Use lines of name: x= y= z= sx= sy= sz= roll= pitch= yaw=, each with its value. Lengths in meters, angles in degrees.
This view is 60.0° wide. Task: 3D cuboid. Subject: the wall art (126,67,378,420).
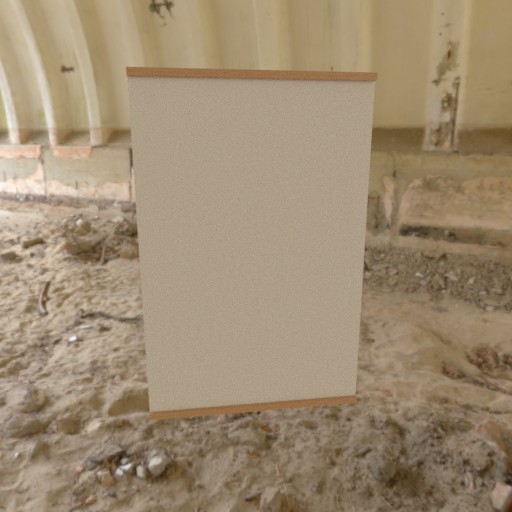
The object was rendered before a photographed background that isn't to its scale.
wall art: x=0.000 y=0.000 z=1.936 sx=0.991 sy=1.510 sz=0.040 roll=-2 pitch=14 yaw=-8
